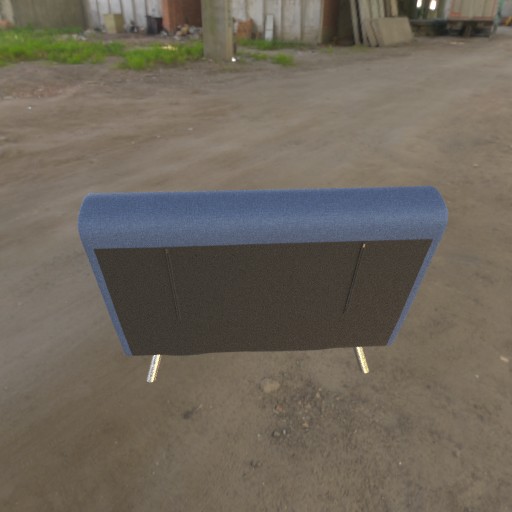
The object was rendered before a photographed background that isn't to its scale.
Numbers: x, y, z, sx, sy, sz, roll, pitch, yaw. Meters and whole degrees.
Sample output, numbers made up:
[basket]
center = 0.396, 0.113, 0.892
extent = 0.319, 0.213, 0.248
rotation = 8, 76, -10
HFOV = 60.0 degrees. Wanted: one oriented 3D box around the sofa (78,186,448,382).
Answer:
[sofa]
center = 0.000, 0.000, 1.761
extent = 0.999, 0.860, 0.996
rotation = -2, 30, -3
